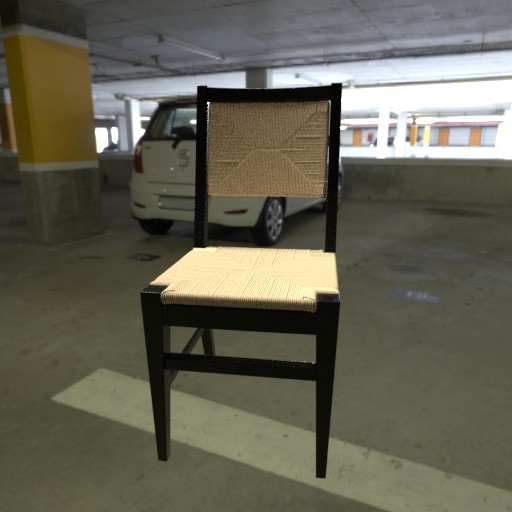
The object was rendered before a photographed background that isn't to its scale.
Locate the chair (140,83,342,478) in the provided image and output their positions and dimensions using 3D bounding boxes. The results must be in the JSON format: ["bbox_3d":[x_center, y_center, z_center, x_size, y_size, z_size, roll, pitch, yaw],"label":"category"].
[{"bbox_3d":[0.000,0.000,1.196,0.437,0.927,0.552,2,15,8],"label":"chair"}]
